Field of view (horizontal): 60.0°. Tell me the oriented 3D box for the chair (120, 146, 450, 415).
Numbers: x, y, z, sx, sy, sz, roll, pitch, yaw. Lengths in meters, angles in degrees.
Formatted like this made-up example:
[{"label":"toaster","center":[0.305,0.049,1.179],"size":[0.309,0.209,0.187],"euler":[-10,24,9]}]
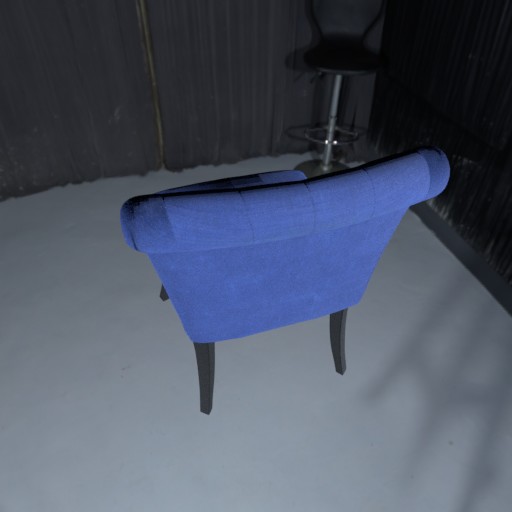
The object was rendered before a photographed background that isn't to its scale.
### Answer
[{"label":"chair","center":[0.000,0.000,1.145],"size":[0.585,0.753,0.606],"euler":[-12,44,-13]}]
